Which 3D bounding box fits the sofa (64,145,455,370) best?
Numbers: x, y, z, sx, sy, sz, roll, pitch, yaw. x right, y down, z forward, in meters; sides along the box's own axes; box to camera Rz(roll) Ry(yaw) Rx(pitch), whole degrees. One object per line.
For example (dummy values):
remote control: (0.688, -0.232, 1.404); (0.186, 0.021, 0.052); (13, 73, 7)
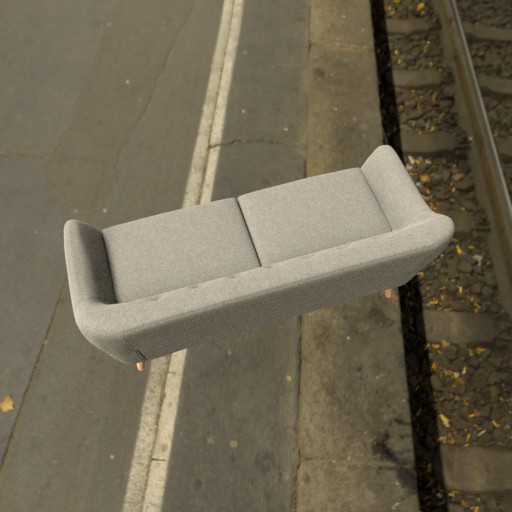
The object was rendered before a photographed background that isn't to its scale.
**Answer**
sofa: (0.000, 0.000, 2.338); (1.840, 0.820, 0.820); (-15, 61, -9)
